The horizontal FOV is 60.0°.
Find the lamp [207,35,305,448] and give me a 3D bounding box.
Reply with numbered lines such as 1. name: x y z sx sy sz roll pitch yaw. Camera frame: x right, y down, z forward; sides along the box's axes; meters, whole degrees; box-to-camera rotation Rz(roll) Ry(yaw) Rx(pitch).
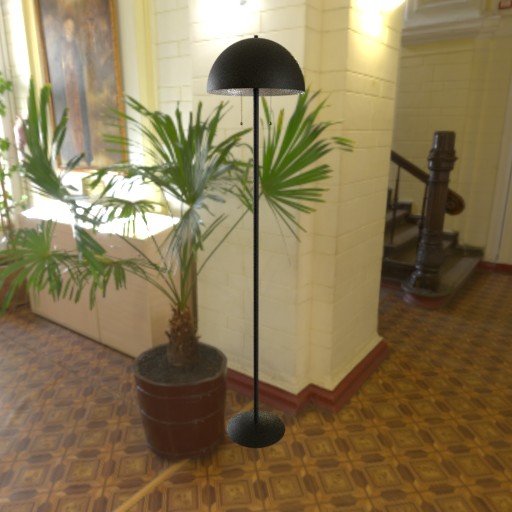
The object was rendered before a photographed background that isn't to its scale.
1. lamp: 0.000 0.000 1.633 0.328 1.480 0.328 -3 16 -9
